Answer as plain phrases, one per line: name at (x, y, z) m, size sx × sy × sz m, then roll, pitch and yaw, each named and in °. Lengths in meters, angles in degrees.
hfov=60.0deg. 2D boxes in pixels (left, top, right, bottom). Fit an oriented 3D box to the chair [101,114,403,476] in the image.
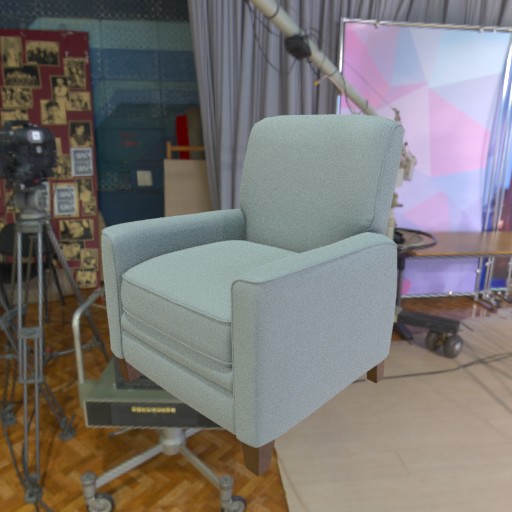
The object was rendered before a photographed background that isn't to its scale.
chair at (0.000, 0.000, 1.641) m, size 0.853 × 1.007 × 0.846 m, roll 15°, pitch 22°, yaw 42°
